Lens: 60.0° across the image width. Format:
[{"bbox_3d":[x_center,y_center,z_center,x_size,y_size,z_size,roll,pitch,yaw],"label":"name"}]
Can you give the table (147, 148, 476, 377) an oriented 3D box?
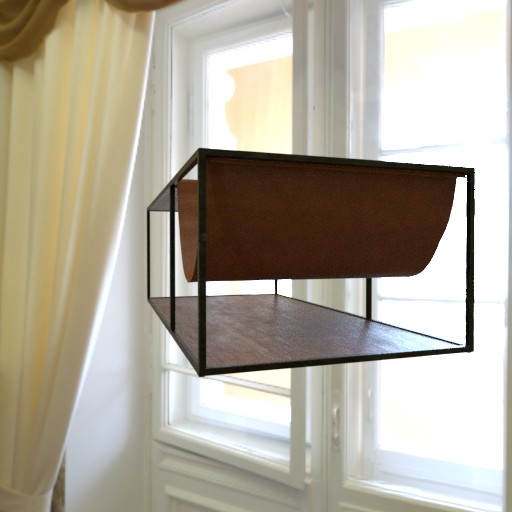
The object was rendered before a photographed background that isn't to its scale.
[{"bbox_3d":[0.000,0.000,1.428,0.597,0.403,1.199,0,1,-18],"label":"table"}]
